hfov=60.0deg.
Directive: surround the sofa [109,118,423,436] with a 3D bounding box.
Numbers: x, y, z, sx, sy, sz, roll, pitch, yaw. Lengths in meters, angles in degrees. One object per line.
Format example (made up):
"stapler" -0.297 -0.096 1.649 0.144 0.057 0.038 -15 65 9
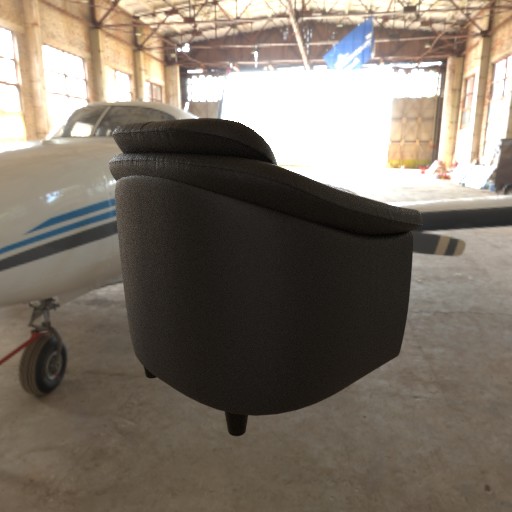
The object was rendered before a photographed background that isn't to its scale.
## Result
"sofa" 0.000 0.000 1.444 0.794 0.811 0.870 -13 18 -43
